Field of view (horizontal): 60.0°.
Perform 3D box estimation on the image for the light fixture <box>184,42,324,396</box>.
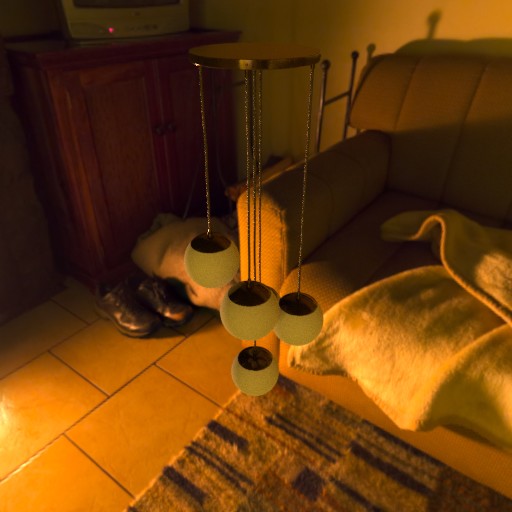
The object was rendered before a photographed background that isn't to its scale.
[{"bbox_3d":[0.000,0.000,1.496,0.489,1.271,0.484,9,33,14],"label":"light fixture"}]
